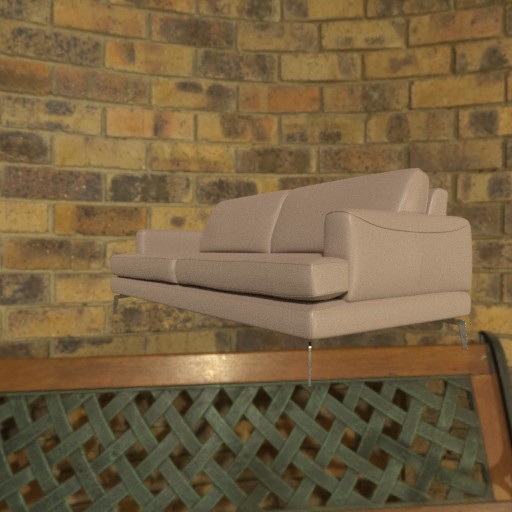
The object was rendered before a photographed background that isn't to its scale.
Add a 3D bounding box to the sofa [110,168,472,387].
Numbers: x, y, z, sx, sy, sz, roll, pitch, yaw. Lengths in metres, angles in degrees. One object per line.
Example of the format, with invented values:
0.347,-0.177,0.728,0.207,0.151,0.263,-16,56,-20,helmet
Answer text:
0.000,0.000,2.368,0.974,0.765,1.940,-1,1,-35,sofa
